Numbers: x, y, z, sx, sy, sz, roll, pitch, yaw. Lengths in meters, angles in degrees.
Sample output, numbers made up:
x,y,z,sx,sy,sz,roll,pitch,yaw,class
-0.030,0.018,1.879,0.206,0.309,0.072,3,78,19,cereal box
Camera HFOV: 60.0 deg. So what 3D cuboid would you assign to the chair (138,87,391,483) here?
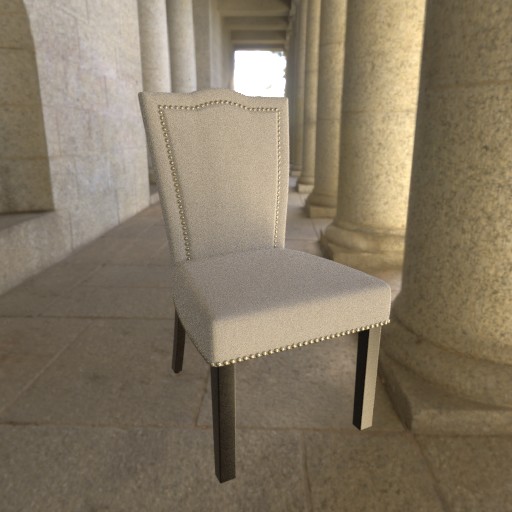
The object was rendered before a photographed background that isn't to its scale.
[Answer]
x,y,z,sx,sy,sz,roll,pitch,yaw,class
0.000,0.000,1.273,0.518,0.946,0.589,-8,18,-26,chair
